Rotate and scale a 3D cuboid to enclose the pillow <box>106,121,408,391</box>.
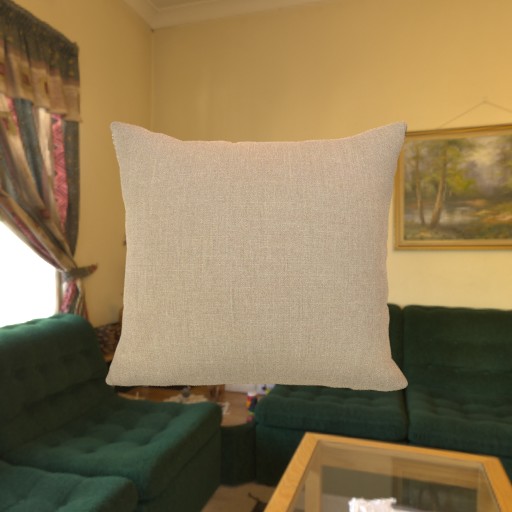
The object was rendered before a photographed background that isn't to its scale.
[{"bbox_3d":[0.000,0.000,0.800,0.546,0.487,0.180,0,0,1],"label":"pillow"}]
